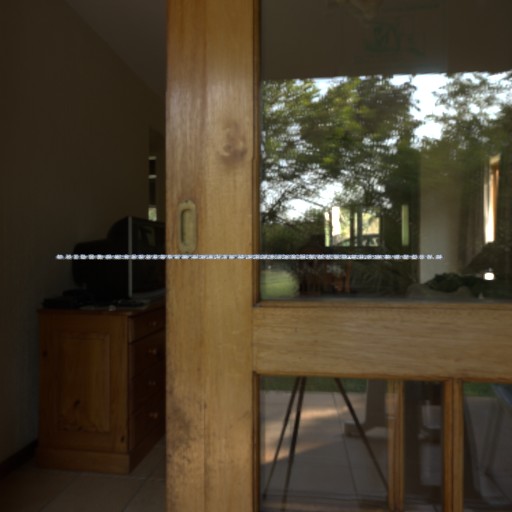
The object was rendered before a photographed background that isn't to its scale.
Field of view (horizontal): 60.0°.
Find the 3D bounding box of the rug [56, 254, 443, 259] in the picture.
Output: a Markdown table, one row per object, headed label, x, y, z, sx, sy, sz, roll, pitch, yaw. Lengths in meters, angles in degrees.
| label | x | y | z | sx | sy | sz | roll | pitch | yaw |
| --- | --- | --- | --- | --- | --- | --- | --- | --- | --- |
| rug | 0.000 | 0.000 | 2.988 | 1.613 | 0.017 | 2.312 | 0 | 0 | 2 |
